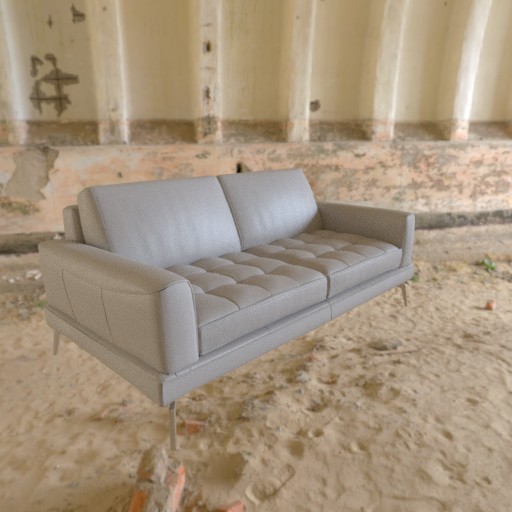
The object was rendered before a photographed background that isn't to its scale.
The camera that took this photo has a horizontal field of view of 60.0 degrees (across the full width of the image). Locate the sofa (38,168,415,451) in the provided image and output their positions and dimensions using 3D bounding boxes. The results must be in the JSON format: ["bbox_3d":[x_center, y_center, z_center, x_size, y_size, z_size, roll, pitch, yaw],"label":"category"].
[{"bbox_3d":[0.000,0.000,2.682,1.121,0.930,2.177,14,21,42],"label":"sofa"}]
